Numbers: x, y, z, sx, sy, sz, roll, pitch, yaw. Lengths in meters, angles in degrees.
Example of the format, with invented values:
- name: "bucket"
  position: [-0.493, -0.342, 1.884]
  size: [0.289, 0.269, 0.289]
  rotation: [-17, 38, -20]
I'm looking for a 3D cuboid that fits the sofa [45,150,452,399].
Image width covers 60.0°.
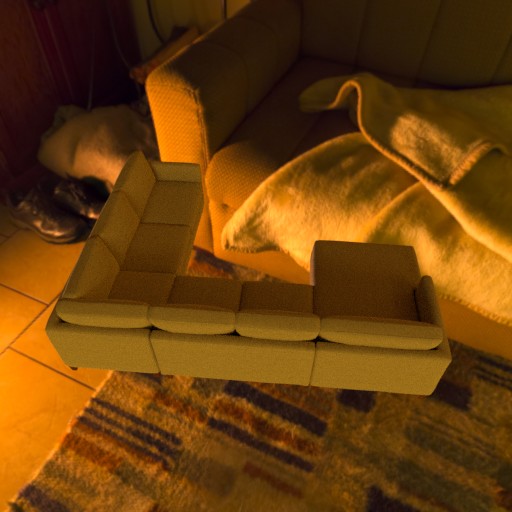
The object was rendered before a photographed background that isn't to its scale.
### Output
- name: "sofa"
  position: [0.000, 0.000, 4.738]
  size: [3.460, 0.961, 2.594]
  rotation: [4, 46, 3]
